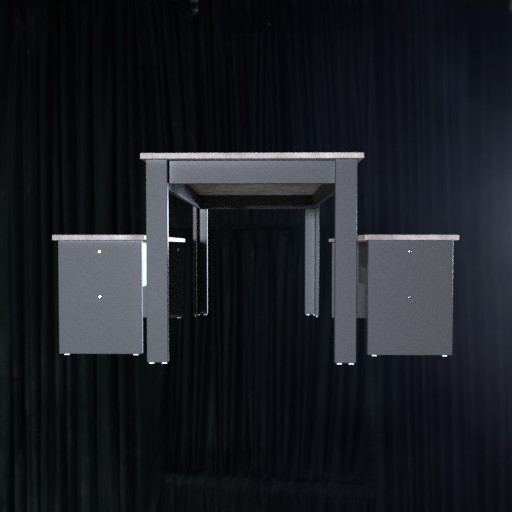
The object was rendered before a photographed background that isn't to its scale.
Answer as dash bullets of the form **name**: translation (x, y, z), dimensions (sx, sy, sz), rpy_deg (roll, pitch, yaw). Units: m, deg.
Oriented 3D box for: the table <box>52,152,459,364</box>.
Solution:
- **table**: translation (0.000, 0.000, 2.004), dimensions (1.443, 0.700, 1.100), rpy_deg (0, 1, 1)
